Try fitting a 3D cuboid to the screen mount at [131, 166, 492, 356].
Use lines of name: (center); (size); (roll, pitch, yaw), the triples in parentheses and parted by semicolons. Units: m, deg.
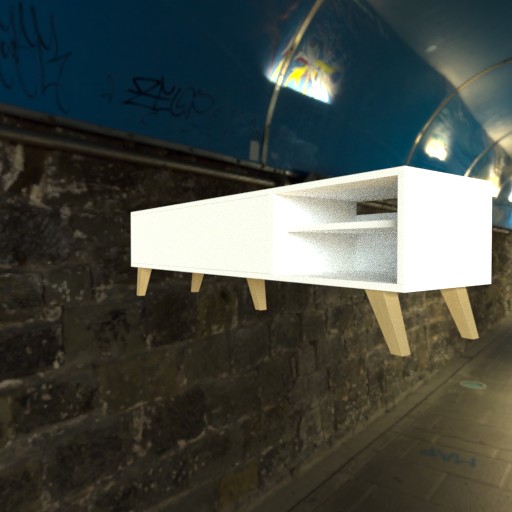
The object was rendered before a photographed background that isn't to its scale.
screen mount: (0.000, 0.000, 1.765); (0.399, 0.432, 1.644); (-1, 1, -37)
